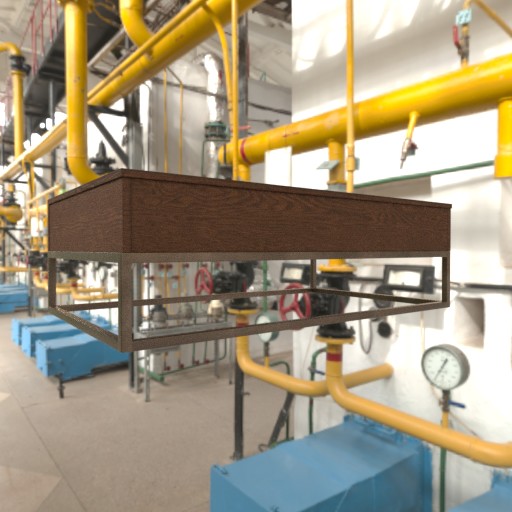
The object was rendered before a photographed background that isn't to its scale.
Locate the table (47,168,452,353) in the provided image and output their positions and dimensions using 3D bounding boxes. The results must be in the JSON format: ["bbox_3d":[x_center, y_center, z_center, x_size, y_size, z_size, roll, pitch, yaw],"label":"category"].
[{"bbox_3d":[0.000,0.000,1.494,1.167,0.361,0.719,-1,1,-36],"label":"table"}]
